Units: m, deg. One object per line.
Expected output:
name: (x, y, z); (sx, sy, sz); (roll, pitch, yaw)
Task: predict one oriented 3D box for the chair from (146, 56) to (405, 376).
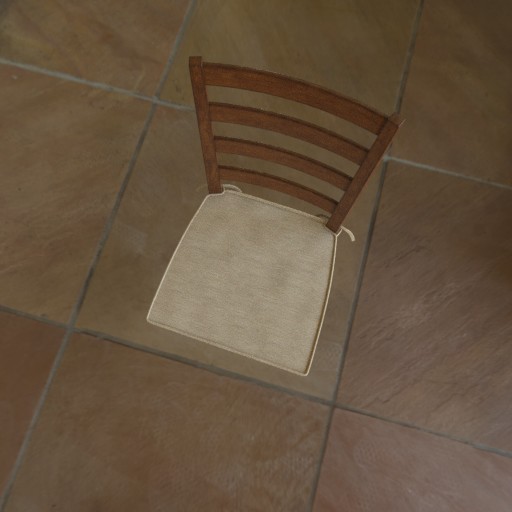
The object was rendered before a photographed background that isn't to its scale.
chair: (0.000, 0.000, 1.384); (0.593, 0.979, 0.595); (18, 76, 5)
